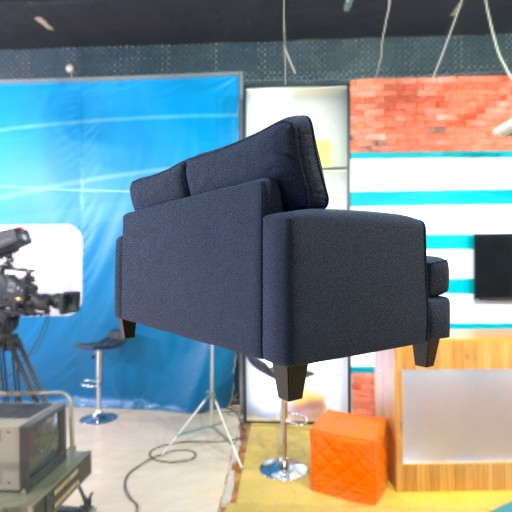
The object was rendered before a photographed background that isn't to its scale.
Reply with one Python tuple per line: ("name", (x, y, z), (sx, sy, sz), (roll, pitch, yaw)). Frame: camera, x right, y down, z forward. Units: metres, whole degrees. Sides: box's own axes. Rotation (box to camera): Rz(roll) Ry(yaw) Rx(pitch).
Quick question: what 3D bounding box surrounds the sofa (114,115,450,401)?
("sofa", (0.000, 0.000, 2.305), (0.965, 0.965, 1.651), (1, -1, -36))
